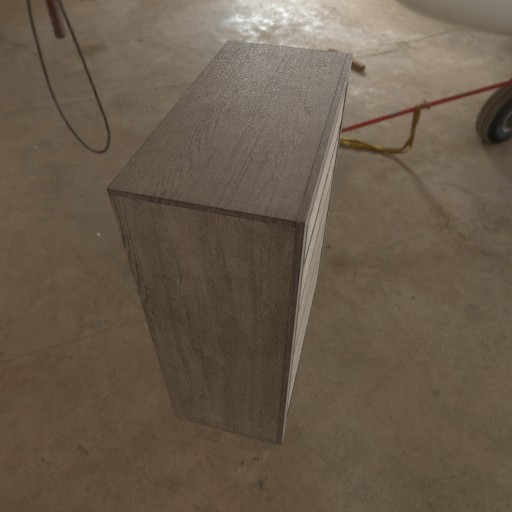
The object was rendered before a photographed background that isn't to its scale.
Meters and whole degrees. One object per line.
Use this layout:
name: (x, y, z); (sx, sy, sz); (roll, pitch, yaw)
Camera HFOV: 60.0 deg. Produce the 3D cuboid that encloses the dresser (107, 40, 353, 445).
dresser: (0.000, 0.000, 1.805); (0.483, 1.295, 0.967); (11, 47, 10)
